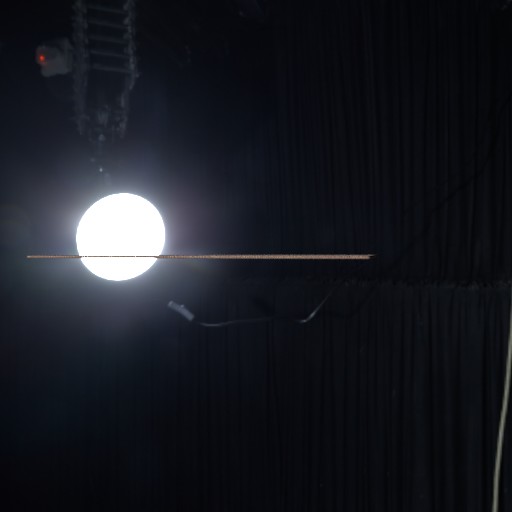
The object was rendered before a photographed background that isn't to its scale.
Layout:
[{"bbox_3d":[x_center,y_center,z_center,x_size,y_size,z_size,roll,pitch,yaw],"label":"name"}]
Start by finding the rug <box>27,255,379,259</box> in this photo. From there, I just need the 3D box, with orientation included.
[{"bbox_3d":[0.000,0.000,2.906,1.524,0.011,2.286,0,0,16],"label":"rug"}]
